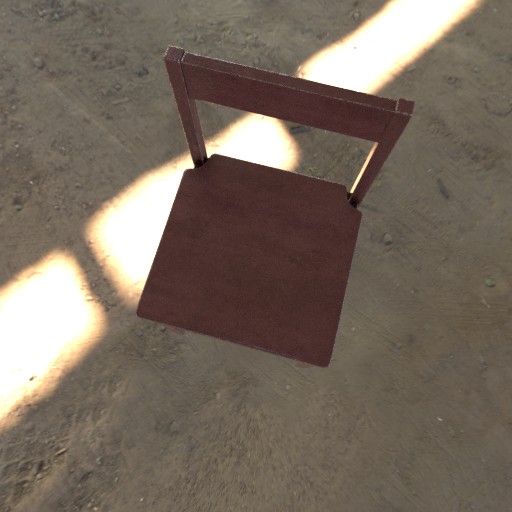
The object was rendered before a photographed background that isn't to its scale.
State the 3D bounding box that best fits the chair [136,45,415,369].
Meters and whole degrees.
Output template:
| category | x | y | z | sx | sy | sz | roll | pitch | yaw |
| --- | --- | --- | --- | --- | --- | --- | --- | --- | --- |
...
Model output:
| category | x | y | z | sx | sy | sz | roll | pitch | yaw |
| --- | --- | --- | --- | --- | --- | --- | --- | --- | --- |
| chair | 0.000 | 0.000 | 0.891 | 0.367 | 0.668 | 0.361 | 15 | 75 | 4 |
